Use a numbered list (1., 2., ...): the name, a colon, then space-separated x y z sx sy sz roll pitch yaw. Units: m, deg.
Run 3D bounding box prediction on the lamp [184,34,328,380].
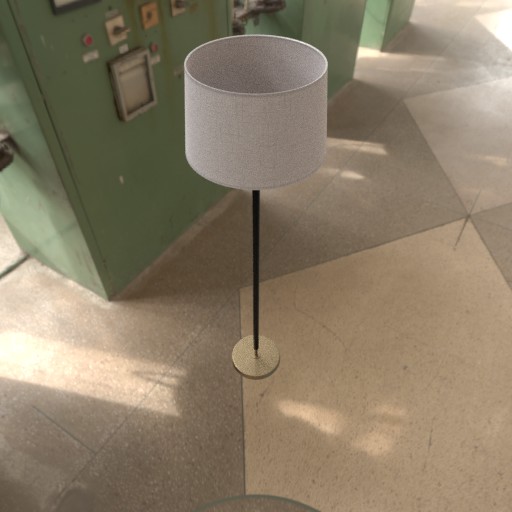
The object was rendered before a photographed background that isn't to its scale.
1. lamp: 0.000 0.000 1.664 0.420 1.447 0.420 0 46 0
